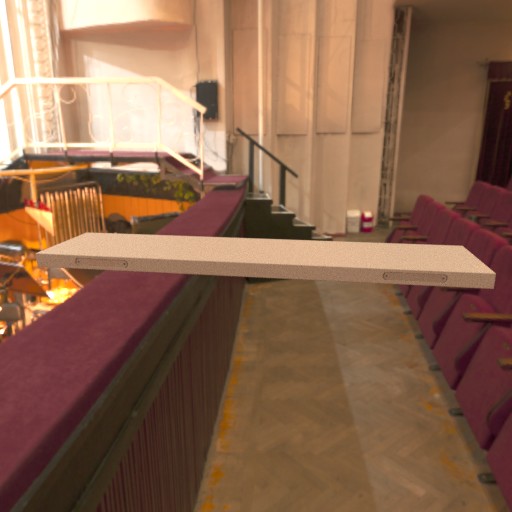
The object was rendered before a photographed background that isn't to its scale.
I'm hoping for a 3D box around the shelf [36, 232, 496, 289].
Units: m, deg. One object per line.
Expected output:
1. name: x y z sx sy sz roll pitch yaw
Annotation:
1. shelf: 0.000 0.000 0.651 0.610 0.020 0.140 2 16 9
